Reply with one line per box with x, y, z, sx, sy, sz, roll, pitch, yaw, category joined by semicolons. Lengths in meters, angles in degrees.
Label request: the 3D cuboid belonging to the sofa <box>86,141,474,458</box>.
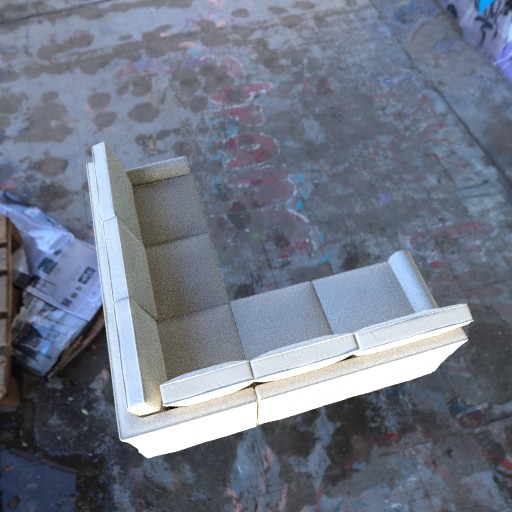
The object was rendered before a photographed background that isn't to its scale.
0.000;0.000;3.957;2.591;1.070;2.597;-14;59;-8;sofa
